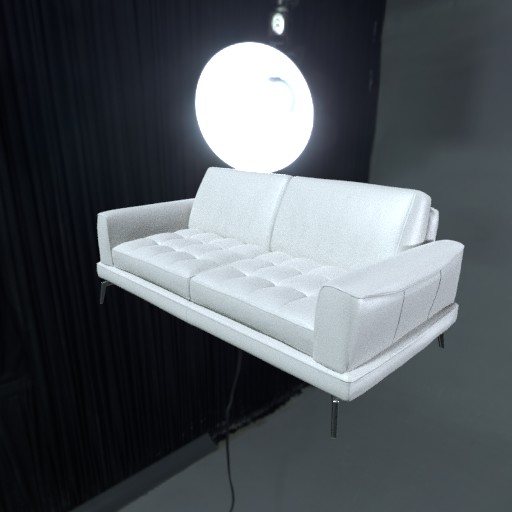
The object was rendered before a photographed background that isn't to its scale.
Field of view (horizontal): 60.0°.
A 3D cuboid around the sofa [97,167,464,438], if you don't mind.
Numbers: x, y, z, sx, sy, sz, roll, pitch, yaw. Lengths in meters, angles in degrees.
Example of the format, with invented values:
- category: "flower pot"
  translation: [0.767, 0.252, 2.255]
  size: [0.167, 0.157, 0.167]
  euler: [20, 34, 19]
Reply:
- category: "sofa"
  translation: [0.000, 0.000, 2.747]
  size: [1.121, 0.930, 2.177]
  euler: [-16, 23, -42]
